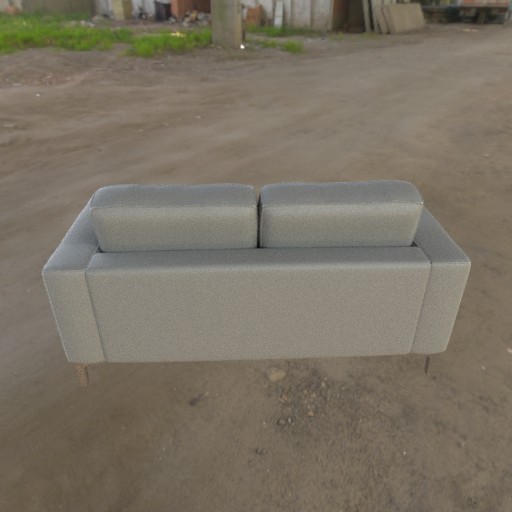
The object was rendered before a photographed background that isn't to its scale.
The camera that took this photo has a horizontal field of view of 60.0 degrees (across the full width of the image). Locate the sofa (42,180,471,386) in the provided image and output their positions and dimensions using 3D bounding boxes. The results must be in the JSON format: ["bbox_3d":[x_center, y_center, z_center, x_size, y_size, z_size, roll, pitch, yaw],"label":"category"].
[{"bbox_3d":[0.000,0.000,2.164,1.726,0.892,0.833,-1,31,-2],"label":"sofa"}]
